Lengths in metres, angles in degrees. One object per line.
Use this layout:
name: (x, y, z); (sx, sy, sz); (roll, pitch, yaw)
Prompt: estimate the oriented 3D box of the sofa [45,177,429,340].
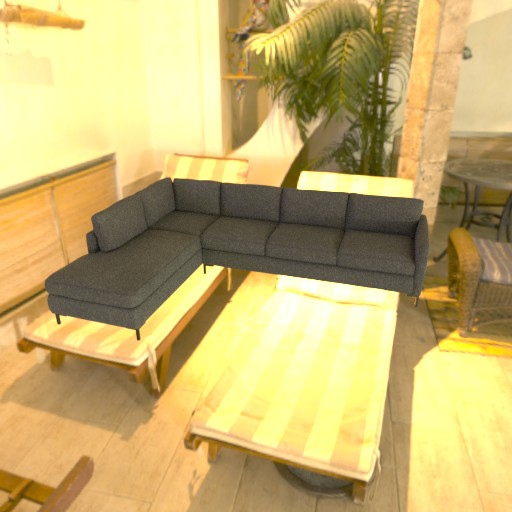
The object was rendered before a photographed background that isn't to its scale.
sofa: (0.000, 0.000, 3.972); (2.949, 0.815, 2.007); (8, 26, 16)
